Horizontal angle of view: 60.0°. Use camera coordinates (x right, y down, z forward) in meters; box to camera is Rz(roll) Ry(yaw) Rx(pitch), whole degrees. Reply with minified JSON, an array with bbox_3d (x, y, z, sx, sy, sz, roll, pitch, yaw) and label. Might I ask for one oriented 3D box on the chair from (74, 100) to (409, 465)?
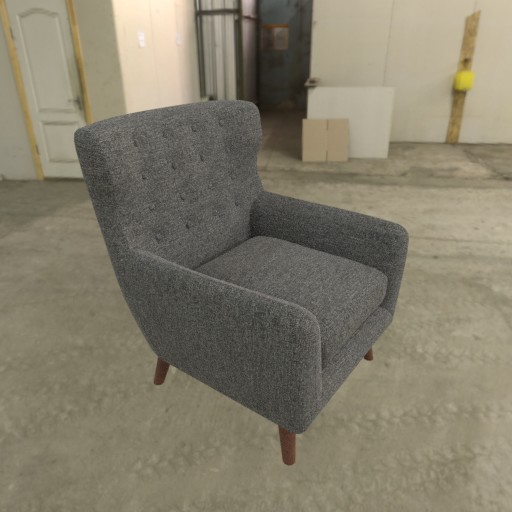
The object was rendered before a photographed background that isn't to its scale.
[{"bbox_3d":[0.000,0.000,1.728,0.940,1.039,0.889,18,32,32],"label":"chair"}]
